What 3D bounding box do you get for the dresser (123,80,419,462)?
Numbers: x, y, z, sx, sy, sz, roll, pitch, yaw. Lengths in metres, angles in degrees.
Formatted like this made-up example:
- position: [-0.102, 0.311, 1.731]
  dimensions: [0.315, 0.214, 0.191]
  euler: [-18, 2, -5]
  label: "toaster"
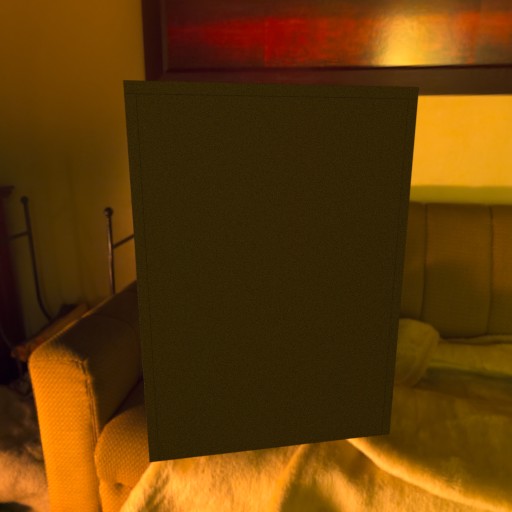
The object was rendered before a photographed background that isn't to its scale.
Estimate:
- position: [0.000, 0.000, 0.827]
  dimensions: [0.400, 0.560, 0.360]
  euler: [-2, 14, -10]
  label: "dresser"
